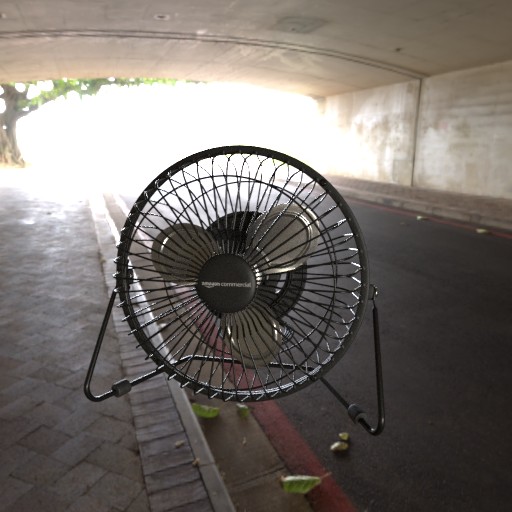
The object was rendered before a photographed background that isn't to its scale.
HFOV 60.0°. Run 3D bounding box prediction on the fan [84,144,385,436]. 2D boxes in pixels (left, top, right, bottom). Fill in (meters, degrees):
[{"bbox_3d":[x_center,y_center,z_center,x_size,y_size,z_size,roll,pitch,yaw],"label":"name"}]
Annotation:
[{"bbox_3d":[0.000,0.000,0.384,0.209,0.188,0.227,3,15,11],"label":"fan"}]
